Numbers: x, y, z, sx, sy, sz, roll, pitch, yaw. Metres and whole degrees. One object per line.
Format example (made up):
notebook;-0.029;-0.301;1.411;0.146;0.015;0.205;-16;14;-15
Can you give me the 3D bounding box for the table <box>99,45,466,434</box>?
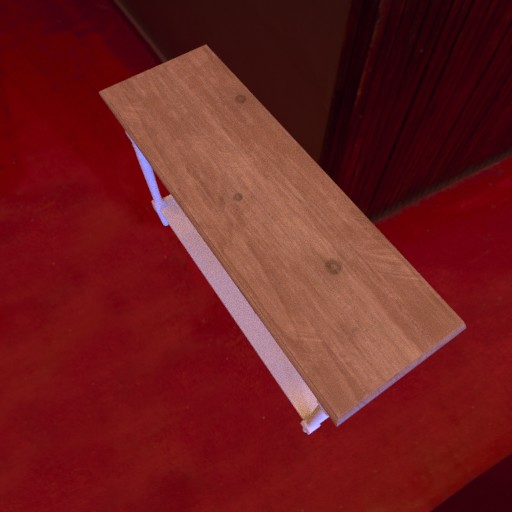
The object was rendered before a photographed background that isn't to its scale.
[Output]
table;0.000;0.000;1.593;0.399;0.800;1.219;-31;67;-15
